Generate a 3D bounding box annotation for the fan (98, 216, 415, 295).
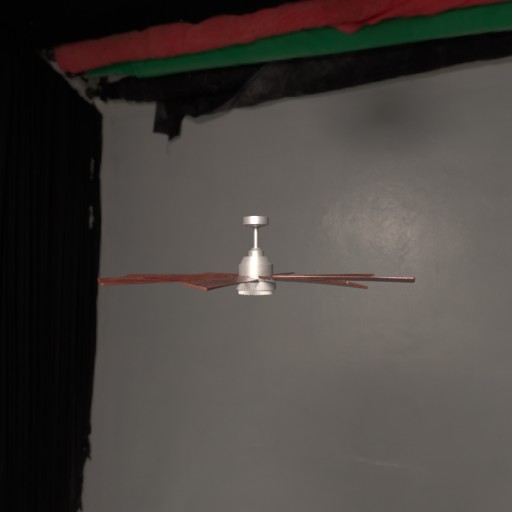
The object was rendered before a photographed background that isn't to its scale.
[{"bbox_3d":[0.000,0.000,2.709,1.830,0.472,1.830,0,-1,16],"label":"fan"}]
